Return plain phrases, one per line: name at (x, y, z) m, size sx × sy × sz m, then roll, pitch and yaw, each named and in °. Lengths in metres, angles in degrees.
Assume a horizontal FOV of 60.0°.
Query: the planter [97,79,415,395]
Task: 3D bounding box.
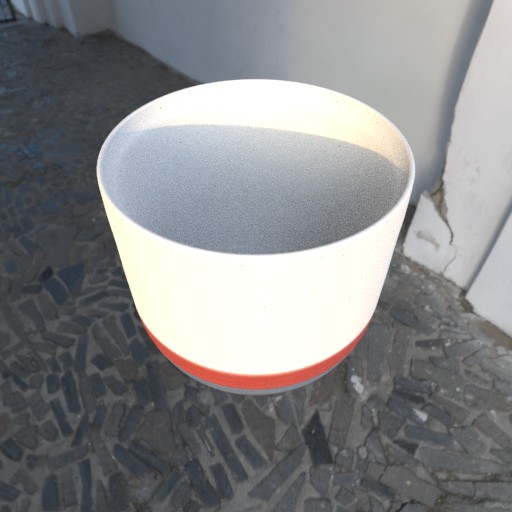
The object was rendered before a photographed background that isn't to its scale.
planter at (0.000, 0.000, 0.476) m, size 0.268 × 0.270 × 0.268 m, roll 0°, pitch 46°, yaw 0°
